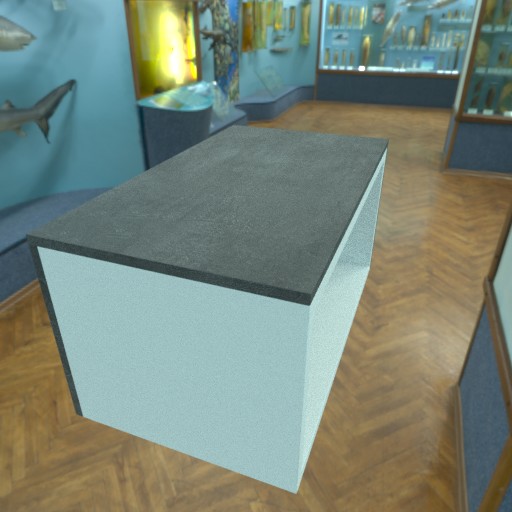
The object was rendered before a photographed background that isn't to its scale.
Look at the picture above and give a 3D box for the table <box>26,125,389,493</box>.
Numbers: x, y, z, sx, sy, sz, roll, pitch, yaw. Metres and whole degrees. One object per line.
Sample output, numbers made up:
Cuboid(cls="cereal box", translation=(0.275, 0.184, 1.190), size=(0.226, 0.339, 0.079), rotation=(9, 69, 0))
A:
Cuboid(cls="table", translation=(0.000, 0.000, 0.909), size=(0.400, 0.350, 0.700), rotation=(11, 31, 19))
